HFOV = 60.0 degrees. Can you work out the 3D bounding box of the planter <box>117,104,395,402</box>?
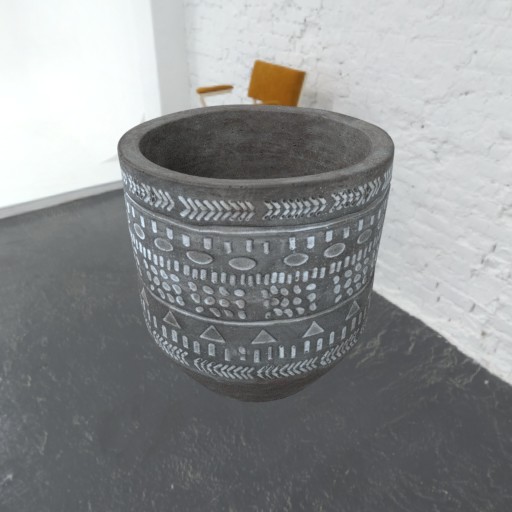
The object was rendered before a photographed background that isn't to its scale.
[{"bbox_3d":[0.000,0.000,0.271,0.142,0.149,0.142,0,31,0],"label":"planter"}]
